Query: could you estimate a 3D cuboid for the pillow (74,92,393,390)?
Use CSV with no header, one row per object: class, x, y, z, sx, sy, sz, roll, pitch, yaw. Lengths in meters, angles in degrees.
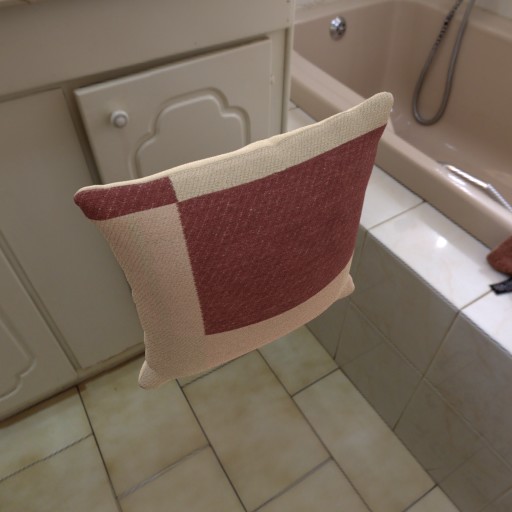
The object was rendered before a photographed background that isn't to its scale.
pillow,0.000,0.000,0.806,0.536,0.506,0.229,-22,51,-19
